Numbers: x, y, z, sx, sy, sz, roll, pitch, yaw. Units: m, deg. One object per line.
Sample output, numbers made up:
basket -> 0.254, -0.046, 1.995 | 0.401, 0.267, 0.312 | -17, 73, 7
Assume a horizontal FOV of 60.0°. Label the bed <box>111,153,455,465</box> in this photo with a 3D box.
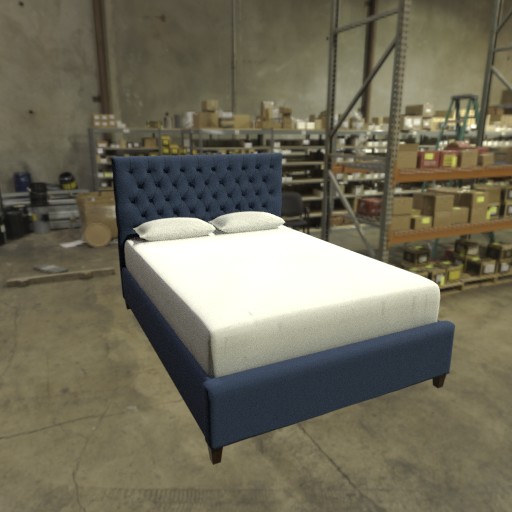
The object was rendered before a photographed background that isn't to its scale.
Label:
bed -> 0.000, 0.000, 3.416 | 1.706, 1.427, 2.387 | -8, 17, -25
